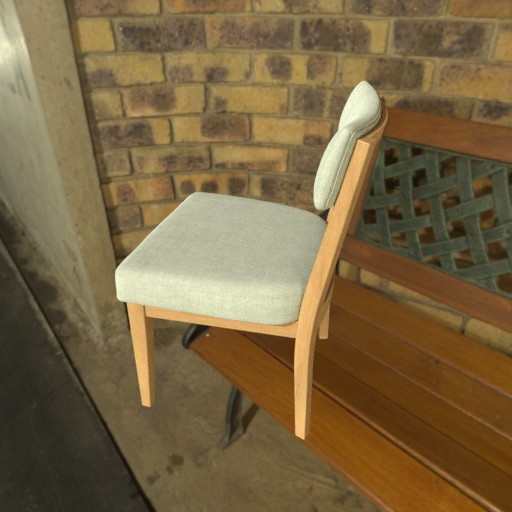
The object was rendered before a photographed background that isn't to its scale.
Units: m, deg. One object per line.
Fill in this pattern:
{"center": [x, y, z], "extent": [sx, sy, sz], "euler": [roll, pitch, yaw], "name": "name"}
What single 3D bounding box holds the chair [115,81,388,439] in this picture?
{"center": [0.000, 0.000, 1.186], "extent": [0.572, 0.832, 0.508], "euler": [8, 32, 13], "name": "chair"}
